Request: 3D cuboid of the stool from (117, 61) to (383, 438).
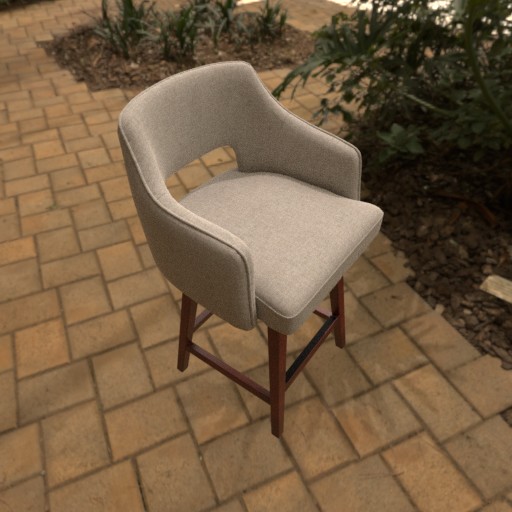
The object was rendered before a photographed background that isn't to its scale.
[{"bbox_3d":[0.000,0.000,1.318,0.558,0.944,0.599,26,48,26],"label":"stool"}]
